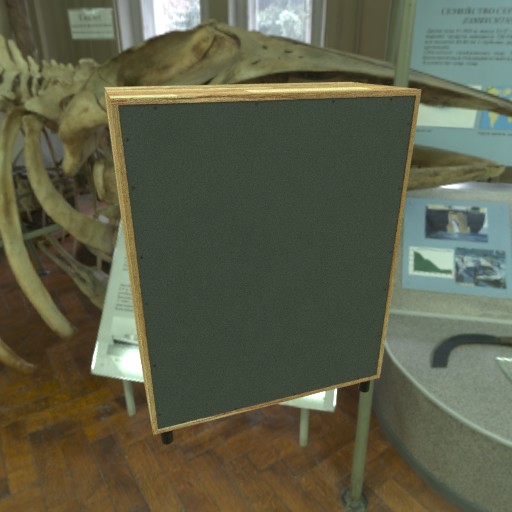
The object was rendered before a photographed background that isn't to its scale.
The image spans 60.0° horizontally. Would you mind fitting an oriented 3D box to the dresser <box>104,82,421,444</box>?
[{"bbox_3d":[0.000,0.000,1.750,0.966,1.243,0.480,-8,26,-17],"label":"dresser"}]
